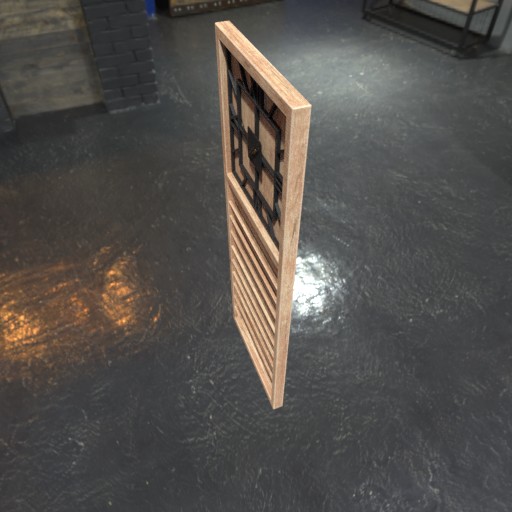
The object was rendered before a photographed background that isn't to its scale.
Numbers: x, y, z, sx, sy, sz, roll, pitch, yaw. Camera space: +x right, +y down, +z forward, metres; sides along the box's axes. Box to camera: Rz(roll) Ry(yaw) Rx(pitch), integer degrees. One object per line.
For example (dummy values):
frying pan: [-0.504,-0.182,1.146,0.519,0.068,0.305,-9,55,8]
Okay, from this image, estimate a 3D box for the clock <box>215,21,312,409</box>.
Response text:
clock: [0.000,0.000,1.092,0.030,0.965,0.361,-16,48,-15]
